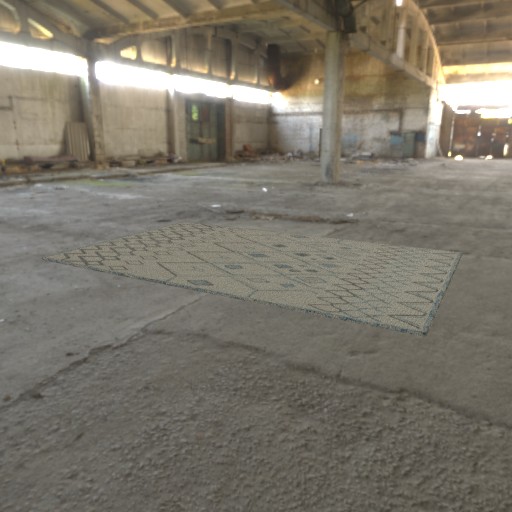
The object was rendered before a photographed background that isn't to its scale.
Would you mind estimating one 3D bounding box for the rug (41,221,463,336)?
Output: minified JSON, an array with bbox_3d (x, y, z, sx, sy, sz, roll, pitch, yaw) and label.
[{"bbox_3d":[0.000,0.000,3.012,2.439,0.015,1.524,8,17,28],"label":"rug"}]
